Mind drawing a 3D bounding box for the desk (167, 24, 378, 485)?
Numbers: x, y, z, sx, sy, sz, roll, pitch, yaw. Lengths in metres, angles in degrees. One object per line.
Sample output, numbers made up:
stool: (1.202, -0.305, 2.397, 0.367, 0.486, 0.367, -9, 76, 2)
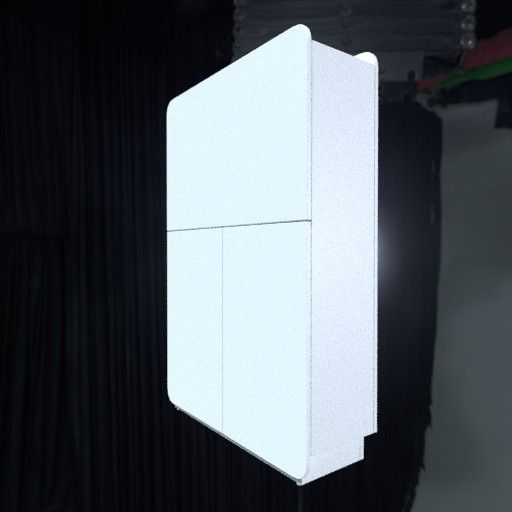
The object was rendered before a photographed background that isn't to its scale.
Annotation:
desk: (0.000, 0.000, 1.505, 0.278, 1.190, 0.795, -1, 1, -37)
